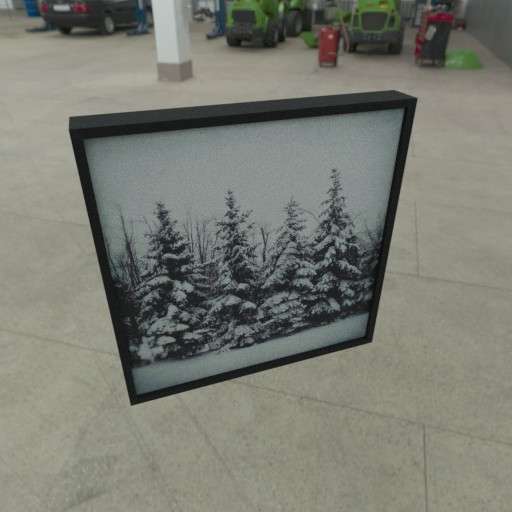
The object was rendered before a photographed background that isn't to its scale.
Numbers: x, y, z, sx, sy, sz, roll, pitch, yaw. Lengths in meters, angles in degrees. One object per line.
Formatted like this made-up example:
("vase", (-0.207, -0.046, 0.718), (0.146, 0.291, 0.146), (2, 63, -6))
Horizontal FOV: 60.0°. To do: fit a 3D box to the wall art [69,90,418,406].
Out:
("wall art", (0.000, 0.000, 0.465), (0.305, 0.305, 0.037), (-11, 34, -16))
